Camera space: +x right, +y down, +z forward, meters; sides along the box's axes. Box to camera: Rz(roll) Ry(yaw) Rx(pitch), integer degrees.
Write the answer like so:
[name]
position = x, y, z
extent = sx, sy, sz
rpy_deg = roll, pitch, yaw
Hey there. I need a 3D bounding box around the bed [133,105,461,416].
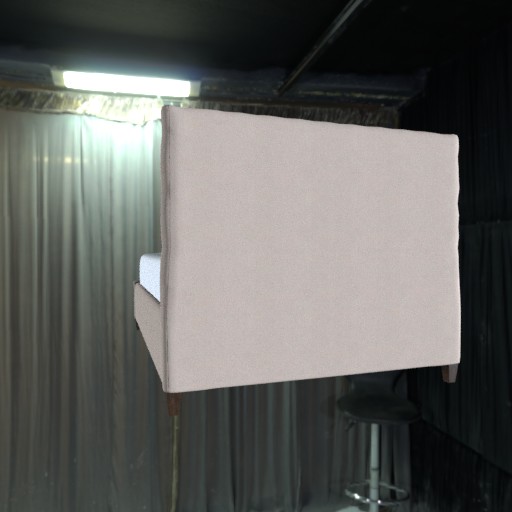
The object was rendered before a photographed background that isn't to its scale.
[bed]
position = 0.000, 0.000, 3.383
extent = 1.698, 1.427, 2.387
rpy_deg = 0, 1, -19
